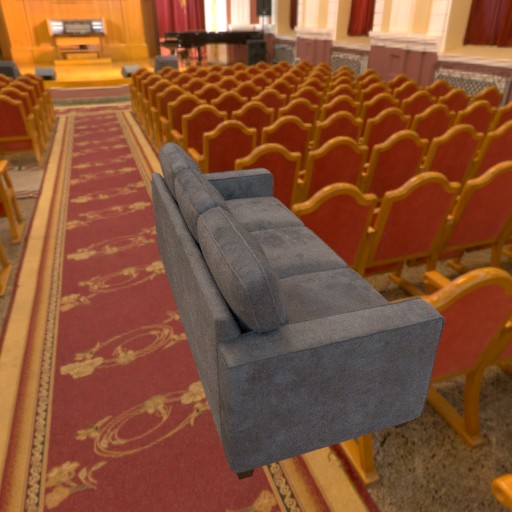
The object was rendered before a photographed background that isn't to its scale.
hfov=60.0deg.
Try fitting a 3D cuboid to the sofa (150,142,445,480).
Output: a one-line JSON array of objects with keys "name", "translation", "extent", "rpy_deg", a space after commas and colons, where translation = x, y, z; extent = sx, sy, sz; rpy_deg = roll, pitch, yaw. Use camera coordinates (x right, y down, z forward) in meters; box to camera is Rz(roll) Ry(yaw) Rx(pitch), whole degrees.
[{"name": "sofa", "translation": [0.000, 0.000, 2.603], "extent": [0.939, 0.965, 2.133], "rpy_deg": [-9, 30, -17]}]
